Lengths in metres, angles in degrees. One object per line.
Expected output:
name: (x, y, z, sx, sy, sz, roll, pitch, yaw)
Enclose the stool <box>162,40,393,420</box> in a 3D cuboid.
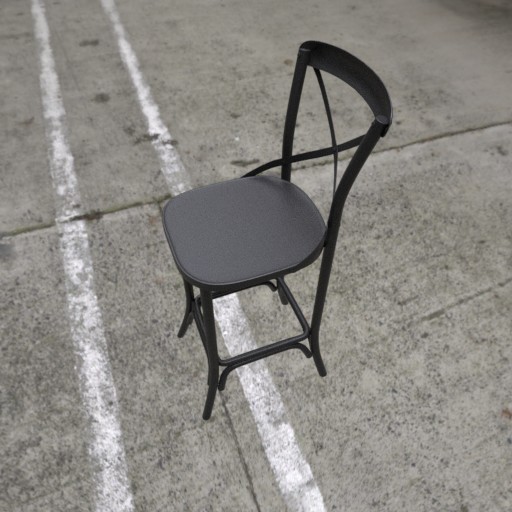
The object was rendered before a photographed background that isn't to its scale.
stool: (0.000, 0.000, 1.442, 0.584, 1.168, 0.457, -16, 49, -14)
